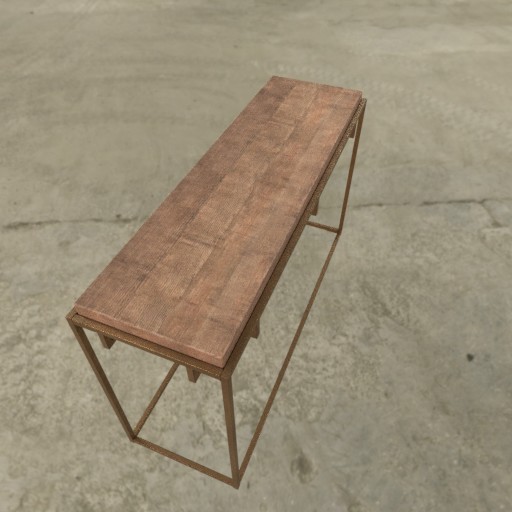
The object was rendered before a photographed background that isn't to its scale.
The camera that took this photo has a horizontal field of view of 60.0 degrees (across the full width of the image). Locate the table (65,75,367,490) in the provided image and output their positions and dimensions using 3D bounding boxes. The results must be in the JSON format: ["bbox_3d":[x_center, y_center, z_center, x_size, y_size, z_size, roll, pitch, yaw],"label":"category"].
[{"bbox_3d":[0.000,0.000,1.747,0.440,0.820,1.400,16,48,15],"label":"table"}]
